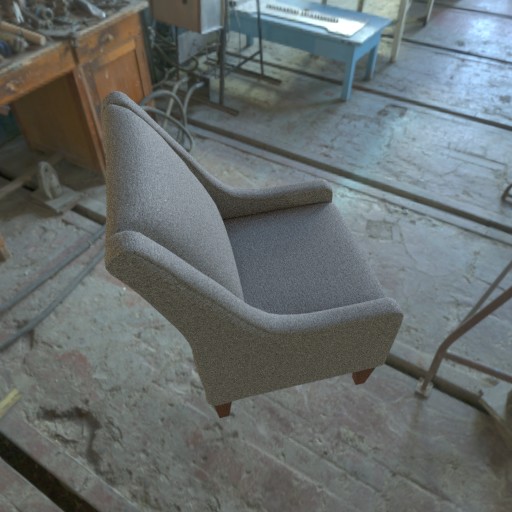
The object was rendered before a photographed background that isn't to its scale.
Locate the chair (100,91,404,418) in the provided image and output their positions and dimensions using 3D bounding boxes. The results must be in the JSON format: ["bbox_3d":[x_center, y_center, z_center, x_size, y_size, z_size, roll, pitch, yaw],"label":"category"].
[{"bbox_3d":[0.000,0.000,1.626,0.870,1.016,0.774,-10,49,-9],"label":"chair"}]
